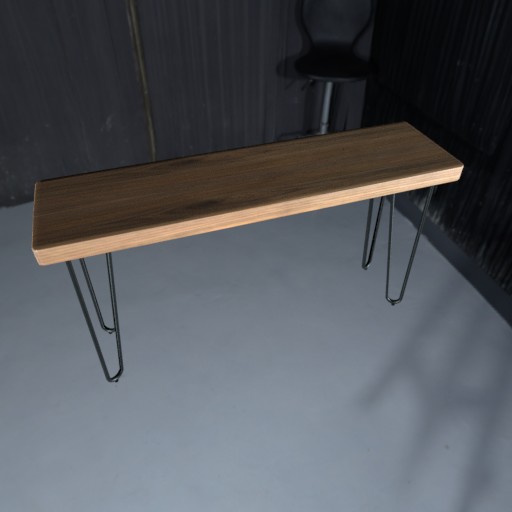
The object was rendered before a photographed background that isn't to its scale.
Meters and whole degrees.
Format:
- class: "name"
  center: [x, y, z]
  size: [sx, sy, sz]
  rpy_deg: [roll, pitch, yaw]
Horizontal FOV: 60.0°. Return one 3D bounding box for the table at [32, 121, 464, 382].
- class: "table"
  center: [0.000, 0.000, 1.943]
  size: [1.570, 0.834, 0.425]
  rpy_deg: [-13, 43, -14]
